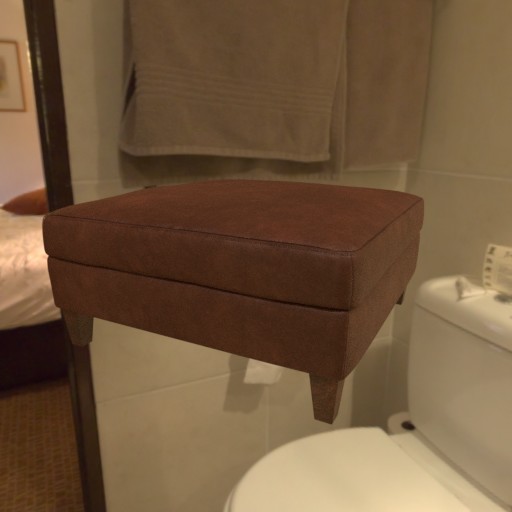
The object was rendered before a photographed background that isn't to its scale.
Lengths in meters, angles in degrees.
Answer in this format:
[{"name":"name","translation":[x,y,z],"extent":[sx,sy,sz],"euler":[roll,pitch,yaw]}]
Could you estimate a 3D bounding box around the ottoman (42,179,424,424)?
[{"name":"ottoman","translation":[0.000,0.000,1.317],"extent":[0.836,0.415,0.844],"euler":[8,18,27]}]
